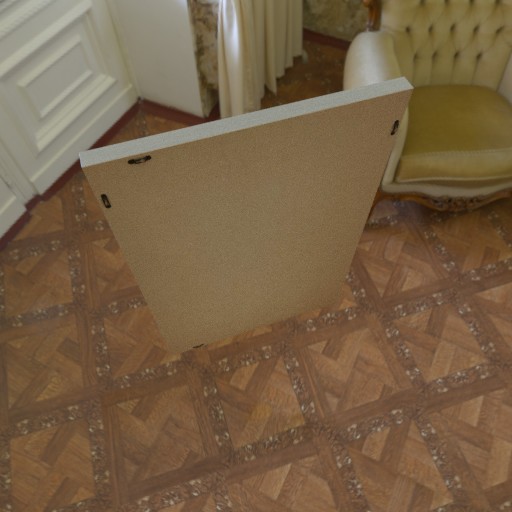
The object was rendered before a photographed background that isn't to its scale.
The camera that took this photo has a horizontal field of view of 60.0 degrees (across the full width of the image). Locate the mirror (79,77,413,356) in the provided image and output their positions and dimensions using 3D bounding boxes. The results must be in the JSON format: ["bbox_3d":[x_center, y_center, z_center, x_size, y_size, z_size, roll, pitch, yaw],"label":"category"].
[{"bbox_3d":[0.000,0.000,1.168,0.609,0.915,0.040,-16,60,-10],"label":"mirror"}]
